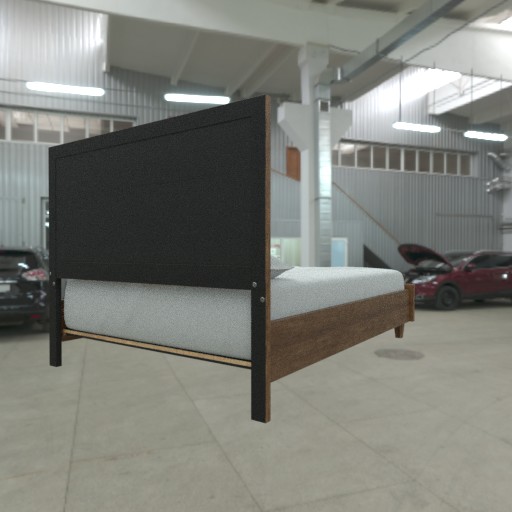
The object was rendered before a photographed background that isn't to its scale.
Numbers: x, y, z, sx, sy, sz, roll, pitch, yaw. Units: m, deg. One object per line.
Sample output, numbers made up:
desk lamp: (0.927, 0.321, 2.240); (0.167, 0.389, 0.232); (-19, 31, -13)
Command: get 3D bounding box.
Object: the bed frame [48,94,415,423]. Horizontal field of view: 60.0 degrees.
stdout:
bed frame: (0.000, 0.000, 3.320); (1.696, 1.417, 2.276); (0, 1, 35)
